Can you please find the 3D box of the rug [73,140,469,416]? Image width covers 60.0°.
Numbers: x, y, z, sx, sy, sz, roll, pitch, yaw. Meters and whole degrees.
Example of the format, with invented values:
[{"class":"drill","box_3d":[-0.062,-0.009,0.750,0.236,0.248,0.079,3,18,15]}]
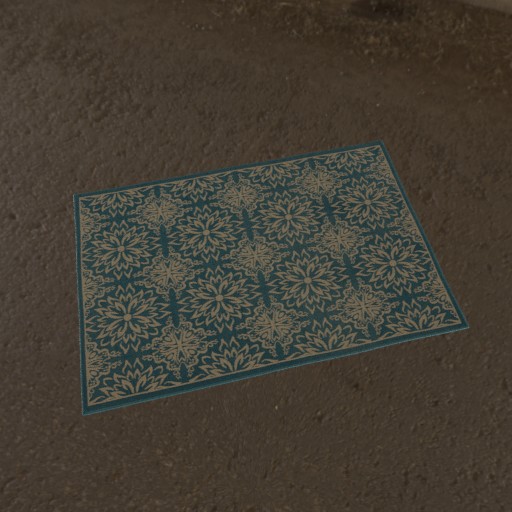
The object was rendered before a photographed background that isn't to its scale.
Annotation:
[{"class":"rug","box_3d":[0.000,0.000,2.312,1.833,0.012,1.211,-11,63,-6]}]
